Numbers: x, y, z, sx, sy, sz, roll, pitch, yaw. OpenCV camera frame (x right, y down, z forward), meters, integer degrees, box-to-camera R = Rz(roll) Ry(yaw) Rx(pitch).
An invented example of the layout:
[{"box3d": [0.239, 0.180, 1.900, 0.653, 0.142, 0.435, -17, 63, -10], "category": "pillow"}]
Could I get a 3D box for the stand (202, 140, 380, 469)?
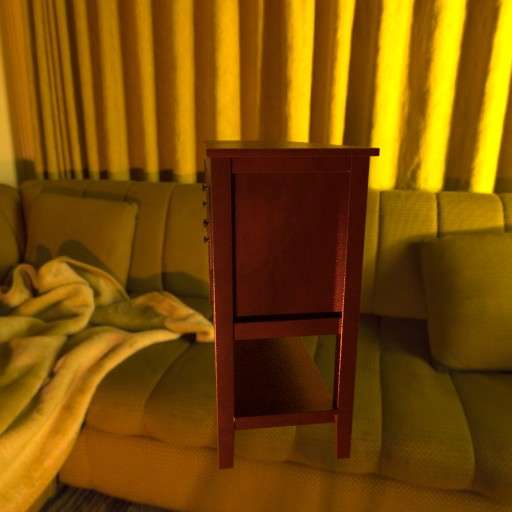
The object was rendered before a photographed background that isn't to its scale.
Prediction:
[{"box3d": [0.000, 0.000, 1.760, 0.410, 0.872, 1.362, -2, 15, -7], "category": "stand"}]
